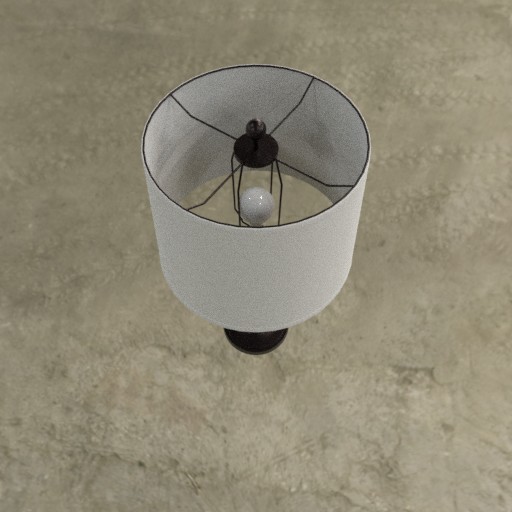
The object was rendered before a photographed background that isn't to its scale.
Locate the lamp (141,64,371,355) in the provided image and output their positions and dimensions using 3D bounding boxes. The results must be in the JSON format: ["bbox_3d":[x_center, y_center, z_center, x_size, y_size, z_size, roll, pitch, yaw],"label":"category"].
[{"bbox_3d":[0.000,0.000,0.932,0.383,0.726,0.383,0,59,0],"label":"lamp"}]
